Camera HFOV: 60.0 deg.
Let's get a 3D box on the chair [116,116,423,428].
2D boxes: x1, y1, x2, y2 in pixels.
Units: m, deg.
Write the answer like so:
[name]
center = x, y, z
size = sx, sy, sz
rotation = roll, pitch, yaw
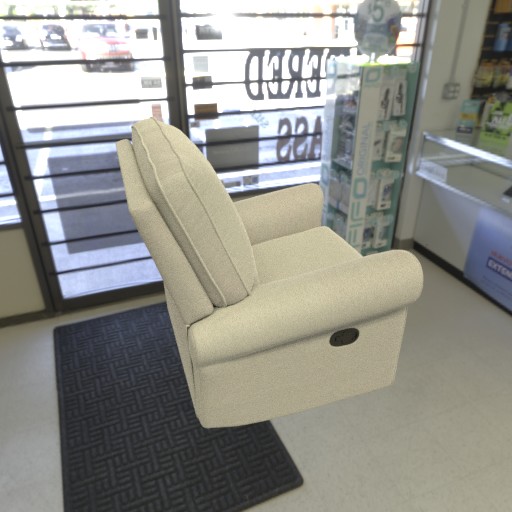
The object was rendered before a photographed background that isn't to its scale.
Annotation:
[chair]
center = 0.000, 0.000, 1.667
size = 0.878, 0.960, 0.890
rotation = -9, 29, -16
